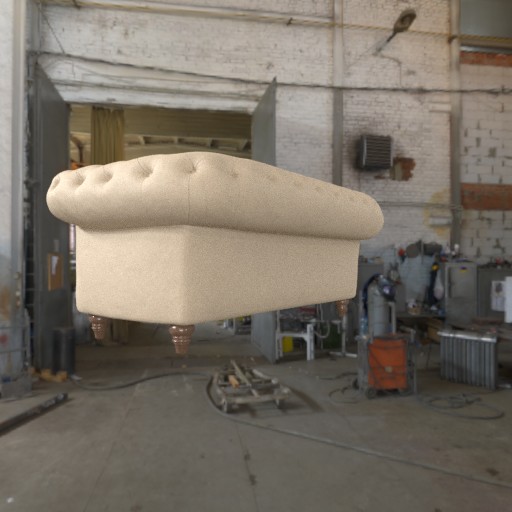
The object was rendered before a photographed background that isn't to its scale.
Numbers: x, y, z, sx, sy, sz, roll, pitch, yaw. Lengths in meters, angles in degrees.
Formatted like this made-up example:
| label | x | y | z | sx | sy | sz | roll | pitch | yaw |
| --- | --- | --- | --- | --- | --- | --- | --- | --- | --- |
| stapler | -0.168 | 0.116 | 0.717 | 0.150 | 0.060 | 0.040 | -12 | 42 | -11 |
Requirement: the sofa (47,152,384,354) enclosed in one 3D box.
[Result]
| label | x | y | z | sx | sy | sz | roll | pitch | yaw |
| --- | --- | --- | --- | --- | --- | --- | --- | --- | --- |
| sofa | 0.000 | 0.000 | 2.571 | 1.069 | 0.835 | 1.988 | 0 | -1 | 37 |
